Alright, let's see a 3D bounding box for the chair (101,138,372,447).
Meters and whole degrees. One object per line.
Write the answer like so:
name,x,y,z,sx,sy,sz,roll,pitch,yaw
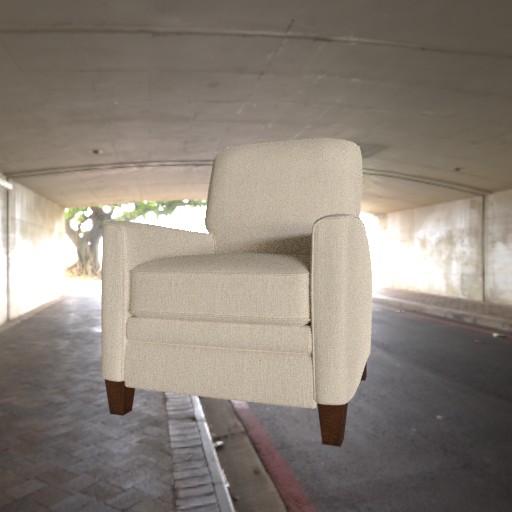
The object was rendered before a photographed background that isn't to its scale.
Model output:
chair,0.000,0.000,1.672,0.841,1.028,0.858,0,0,19
